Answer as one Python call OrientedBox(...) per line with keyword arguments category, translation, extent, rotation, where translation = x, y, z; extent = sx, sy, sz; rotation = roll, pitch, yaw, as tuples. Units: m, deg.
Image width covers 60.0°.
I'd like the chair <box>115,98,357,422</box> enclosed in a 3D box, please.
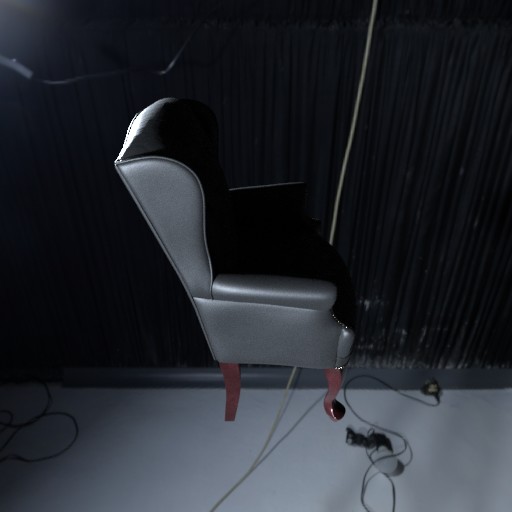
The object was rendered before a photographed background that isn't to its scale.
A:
OrientedBox(category="chair", translation=(0.000, 0.000, 1.677), extent=(0.762, 1.111, 0.838), rotation=(-1, 31, -1))
